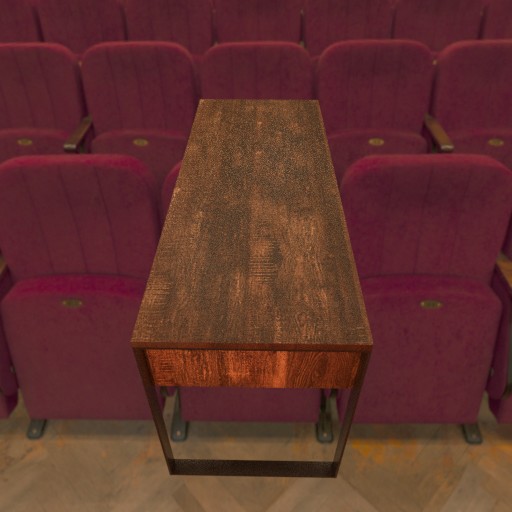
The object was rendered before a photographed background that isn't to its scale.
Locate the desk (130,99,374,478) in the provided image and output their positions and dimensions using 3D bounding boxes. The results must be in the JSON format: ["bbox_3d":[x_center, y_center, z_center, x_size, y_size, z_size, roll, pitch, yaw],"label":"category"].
[{"bbox_3d":[0.000,0.000,1.906,0.599,0.762,1.524,1,41,1],"label":"desk"}]
